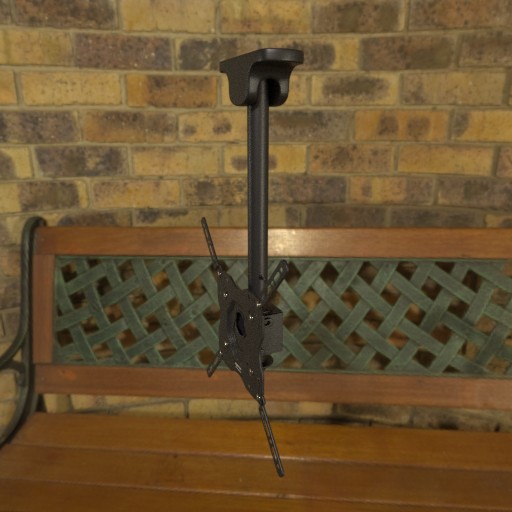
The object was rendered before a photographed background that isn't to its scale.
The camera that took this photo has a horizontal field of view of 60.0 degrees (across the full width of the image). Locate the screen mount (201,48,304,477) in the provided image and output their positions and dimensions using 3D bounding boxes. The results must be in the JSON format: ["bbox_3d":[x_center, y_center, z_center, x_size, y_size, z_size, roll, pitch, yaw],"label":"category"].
[{"bbox_3d":[0.000,0.000,0.881,0.090,0.729,0.393,-8,18,-25],"label":"screen mount"}]
